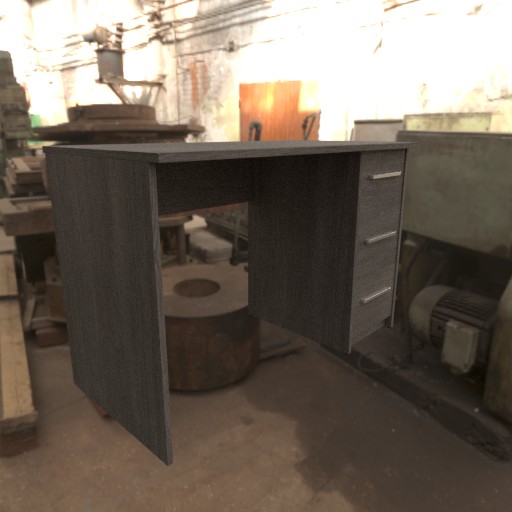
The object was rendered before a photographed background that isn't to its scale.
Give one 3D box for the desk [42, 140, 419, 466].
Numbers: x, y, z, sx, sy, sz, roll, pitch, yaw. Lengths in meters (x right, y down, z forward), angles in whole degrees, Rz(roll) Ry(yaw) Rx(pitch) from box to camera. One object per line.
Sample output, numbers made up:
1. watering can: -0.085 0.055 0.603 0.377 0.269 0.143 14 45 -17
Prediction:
1. desk: 0.000 0.000 1.498 0.560 0.735 1.097 15 22 42
